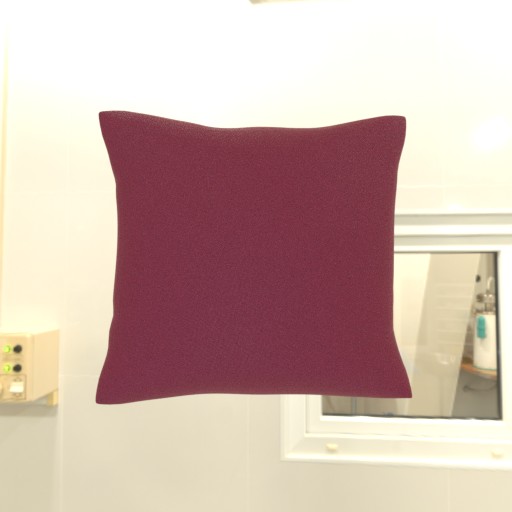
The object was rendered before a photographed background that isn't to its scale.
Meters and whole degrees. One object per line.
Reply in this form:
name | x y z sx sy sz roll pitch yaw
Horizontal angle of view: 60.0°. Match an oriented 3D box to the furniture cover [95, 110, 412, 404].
furniture cover | 0.000 0.000 0.778 0.552 0.509 0.193 0 -2 -3
